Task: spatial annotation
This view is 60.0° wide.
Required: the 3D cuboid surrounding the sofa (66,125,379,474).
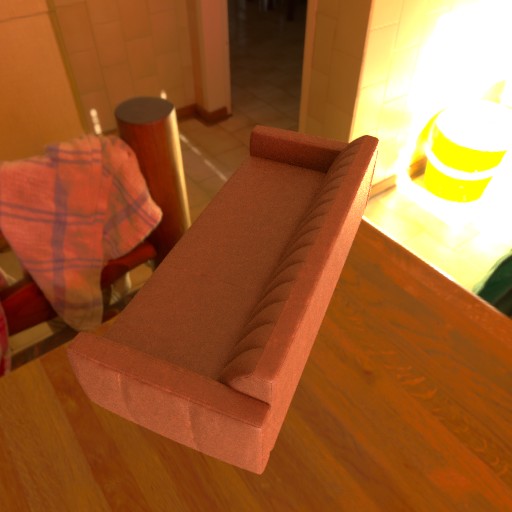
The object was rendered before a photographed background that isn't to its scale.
[{"bbox_3d":[0.000,0.000,2.735,0.990,0.821,2.291,16,47,16],"label":"sofa"}]
